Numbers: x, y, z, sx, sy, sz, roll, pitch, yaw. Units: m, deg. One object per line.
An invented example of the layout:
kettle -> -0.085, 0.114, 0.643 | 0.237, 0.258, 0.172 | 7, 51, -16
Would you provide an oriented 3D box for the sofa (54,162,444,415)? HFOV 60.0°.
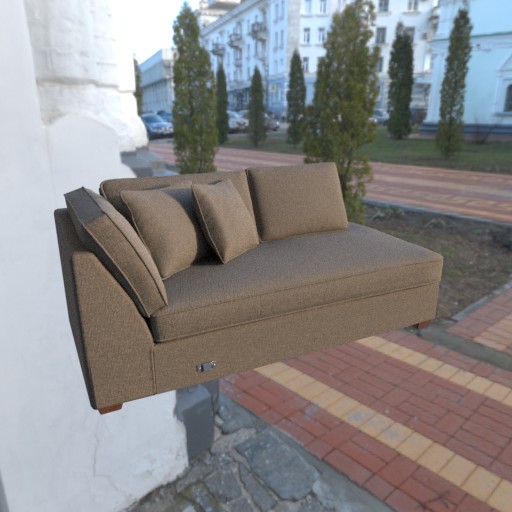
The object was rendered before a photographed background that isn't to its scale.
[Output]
sofa -> 0.000, 0.000, 2.824 | 2.237, 1.033, 1.110 | -9, 20, -25
